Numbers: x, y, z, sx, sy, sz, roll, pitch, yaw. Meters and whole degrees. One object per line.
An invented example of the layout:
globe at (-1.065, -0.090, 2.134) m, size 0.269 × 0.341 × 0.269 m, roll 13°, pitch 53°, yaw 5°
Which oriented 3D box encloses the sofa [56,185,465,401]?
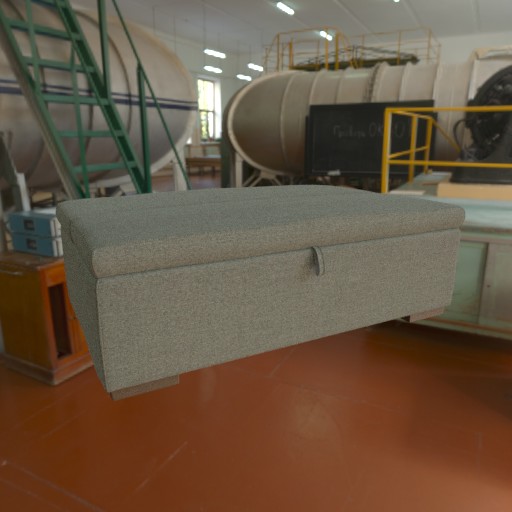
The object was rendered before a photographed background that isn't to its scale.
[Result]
sofa at (0.000, 0.000, 1.617) m, size 1.250 × 0.434 × 0.817 m, roll -8°, pitch 17°, yaw -27°
